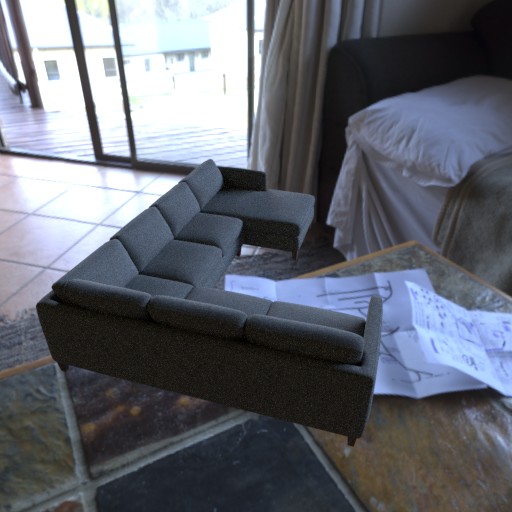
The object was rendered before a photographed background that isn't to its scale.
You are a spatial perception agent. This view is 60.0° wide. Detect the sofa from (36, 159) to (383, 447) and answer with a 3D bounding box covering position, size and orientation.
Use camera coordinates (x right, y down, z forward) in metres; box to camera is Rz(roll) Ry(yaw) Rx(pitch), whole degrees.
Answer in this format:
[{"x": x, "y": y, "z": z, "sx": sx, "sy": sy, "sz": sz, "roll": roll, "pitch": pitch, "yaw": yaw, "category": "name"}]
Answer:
[{"x": 0.000, "y": 0.000, "z": 4.457, "sx": 2.551, "sy": 0.853, "sz": 3.238, "roll": 9, "pitch": 33, "yaw": 15, "category": "sofa"}]
